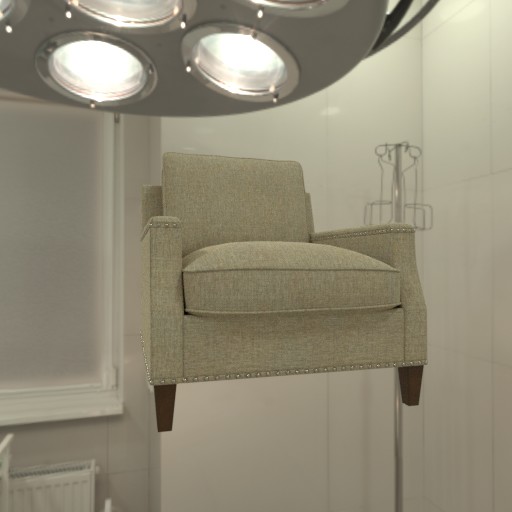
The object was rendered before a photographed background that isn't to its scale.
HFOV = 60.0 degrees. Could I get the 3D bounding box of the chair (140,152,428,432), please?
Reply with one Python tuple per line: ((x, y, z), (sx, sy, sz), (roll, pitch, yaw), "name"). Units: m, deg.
((0.000, 0.000, 1.723), (0.853, 0.943, 1.014), (0, -1, -16), "chair")
